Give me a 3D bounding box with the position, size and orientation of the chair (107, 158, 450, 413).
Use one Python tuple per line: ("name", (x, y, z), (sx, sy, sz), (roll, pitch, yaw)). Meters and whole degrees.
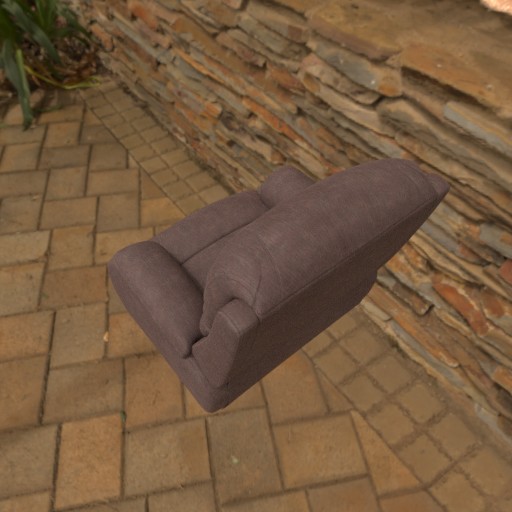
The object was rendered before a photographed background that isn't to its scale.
("chair", (0.000, 0.000, 1.724), (0.930, 1.011, 0.899), (-31, 54, -26))
